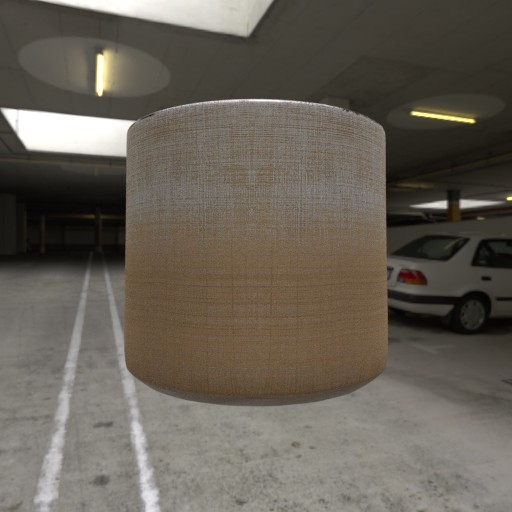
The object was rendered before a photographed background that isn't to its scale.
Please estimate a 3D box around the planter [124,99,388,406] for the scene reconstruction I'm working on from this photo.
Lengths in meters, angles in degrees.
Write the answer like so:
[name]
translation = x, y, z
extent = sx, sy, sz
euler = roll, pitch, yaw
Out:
[planter]
translation = 0.000, 0.000, 0.387
extent = 0.221, 0.201, 0.221
euler = 0, 0, 0
